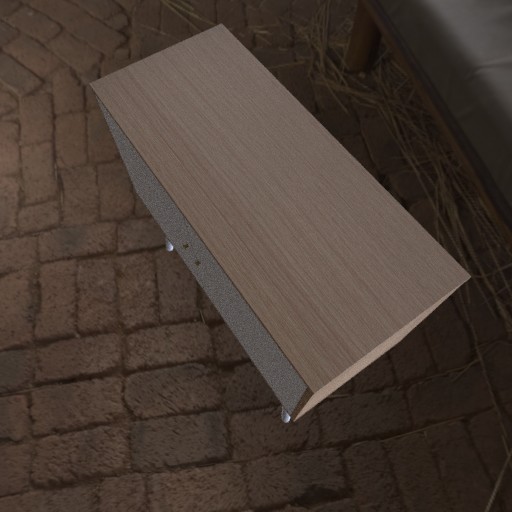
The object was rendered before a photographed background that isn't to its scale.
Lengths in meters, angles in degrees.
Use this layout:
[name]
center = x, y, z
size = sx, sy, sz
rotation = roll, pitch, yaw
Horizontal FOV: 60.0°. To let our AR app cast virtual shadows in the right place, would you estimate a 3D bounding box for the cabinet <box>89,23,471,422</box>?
[cabinet]
center = 0.000, 0.000, 1.605
size = 0.470, 1.016, 1.057
rotation = -32, 68, -14
